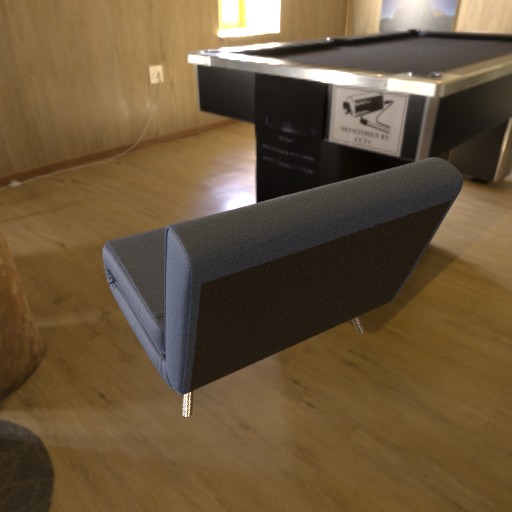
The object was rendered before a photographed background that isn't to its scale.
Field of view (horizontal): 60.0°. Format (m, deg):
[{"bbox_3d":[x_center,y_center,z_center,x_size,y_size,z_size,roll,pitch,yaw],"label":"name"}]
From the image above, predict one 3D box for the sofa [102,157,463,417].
[{"bbox_3d":[0.000,0.000,1.762,0.999,0.860,0.996,-18,35,-27],"label":"sofa"}]
